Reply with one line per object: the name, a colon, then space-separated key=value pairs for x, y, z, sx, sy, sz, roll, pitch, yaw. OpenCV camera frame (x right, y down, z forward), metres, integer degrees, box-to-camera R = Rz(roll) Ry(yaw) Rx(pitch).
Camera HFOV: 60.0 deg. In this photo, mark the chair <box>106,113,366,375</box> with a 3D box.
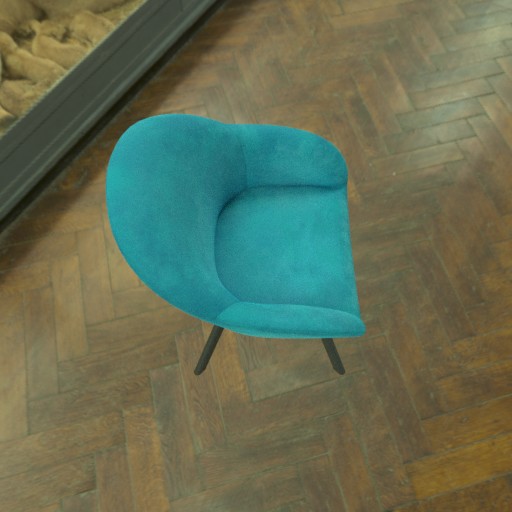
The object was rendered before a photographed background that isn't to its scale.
chair: x=0.000 y=0.000 z=1.216 sx=0.590 sy=0.795 sz=0.550 roll=0 pitch=64 yaw=0
